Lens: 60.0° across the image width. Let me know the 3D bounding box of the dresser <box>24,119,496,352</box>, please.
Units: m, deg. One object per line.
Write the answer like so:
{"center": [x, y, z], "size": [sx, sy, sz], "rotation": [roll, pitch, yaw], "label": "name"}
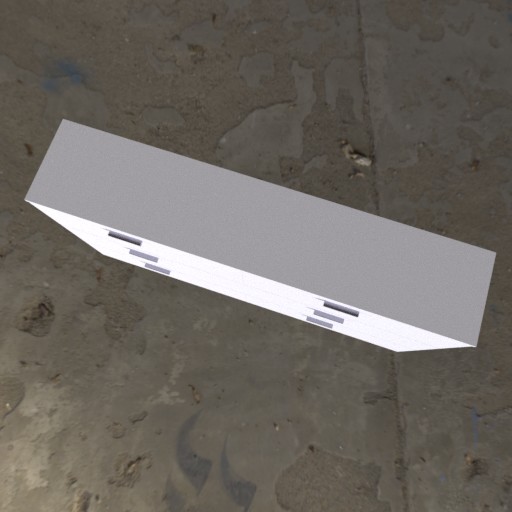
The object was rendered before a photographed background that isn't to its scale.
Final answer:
{"center": [0.000, 0.000, 1.844], "size": [1.535, 0.790, 0.333], "rotation": [18, 77, 4], "label": "dresser"}
